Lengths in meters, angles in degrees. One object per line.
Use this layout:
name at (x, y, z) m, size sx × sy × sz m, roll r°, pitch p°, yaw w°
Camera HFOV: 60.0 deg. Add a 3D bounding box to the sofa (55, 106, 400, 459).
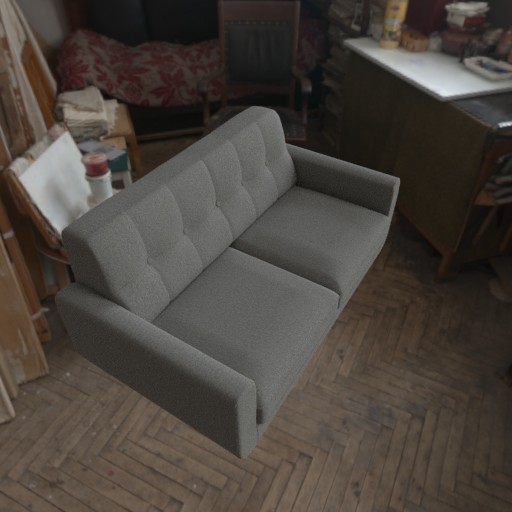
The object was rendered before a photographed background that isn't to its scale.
sofa at (0.000, 0.000, 2.257) m, size 0.952 × 0.925 × 1.651 m, roll 23°, pitch 47°, yaw 23°
